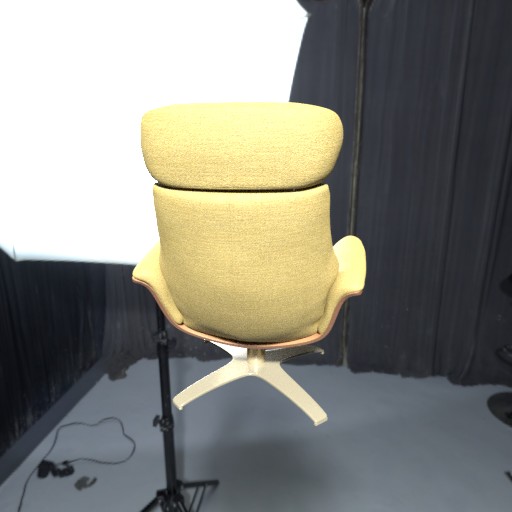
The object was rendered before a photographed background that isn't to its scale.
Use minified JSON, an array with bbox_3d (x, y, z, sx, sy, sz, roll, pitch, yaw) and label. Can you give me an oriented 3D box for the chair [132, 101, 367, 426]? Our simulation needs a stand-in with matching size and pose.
[{"bbox_3d":[0.000,0.000,1.575,0.785,0.995,0.837,3,16,9],"label":"chair"}]
